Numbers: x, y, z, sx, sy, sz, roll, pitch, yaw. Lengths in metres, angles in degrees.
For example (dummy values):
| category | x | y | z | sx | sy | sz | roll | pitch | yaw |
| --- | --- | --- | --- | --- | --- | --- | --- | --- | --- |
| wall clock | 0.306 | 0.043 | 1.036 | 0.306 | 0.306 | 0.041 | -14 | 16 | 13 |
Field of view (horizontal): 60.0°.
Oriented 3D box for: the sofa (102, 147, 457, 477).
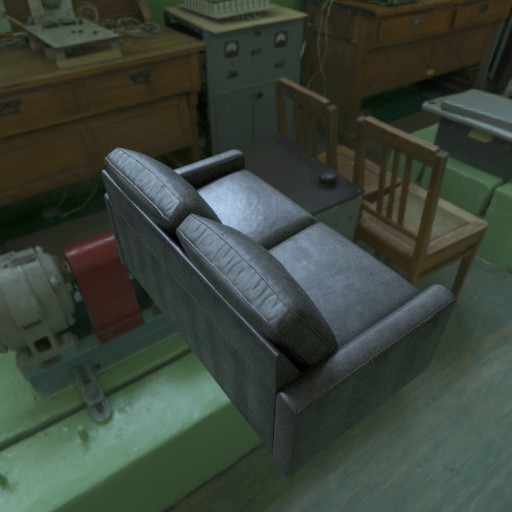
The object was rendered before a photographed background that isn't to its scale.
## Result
| category | x | y | z | sx | sy | sz | roll | pitch | yaw |
| --- | --- | --- | --- | --- | --- | --- | --- | --- | --- |
| sofa | 0.000 | 0.000 | 2.308 | 0.939 | 0.916 | 1.732 | -26 | 47 | -27 |
